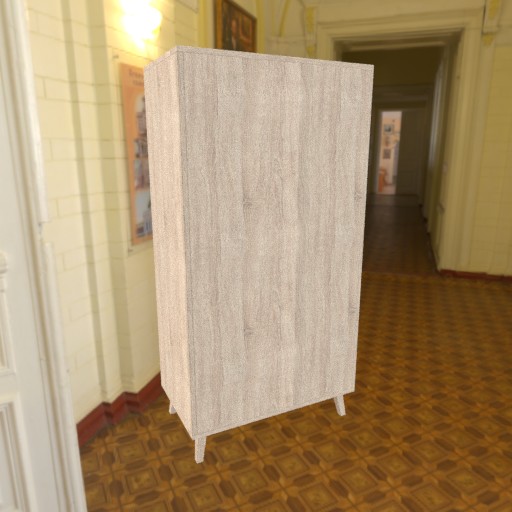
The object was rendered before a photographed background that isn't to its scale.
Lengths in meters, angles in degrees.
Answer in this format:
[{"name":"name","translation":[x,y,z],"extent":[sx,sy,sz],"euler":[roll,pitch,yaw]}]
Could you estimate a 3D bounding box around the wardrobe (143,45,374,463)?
[{"name":"wardrobe","translation":[0.000,0.000,2.462],"extent":[1.000,1.960,0.600],"euler":[-7,16,-26]}]
